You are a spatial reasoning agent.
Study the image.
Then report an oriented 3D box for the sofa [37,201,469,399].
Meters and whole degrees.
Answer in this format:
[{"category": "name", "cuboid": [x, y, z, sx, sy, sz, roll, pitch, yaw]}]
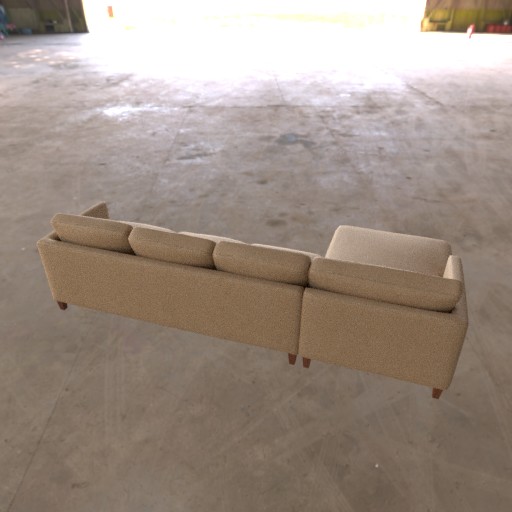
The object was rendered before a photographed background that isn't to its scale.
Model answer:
[{"category": "sofa", "cuboid": [0.000, 0.000, 3.770, 3.201, 0.876, 1.502, 10, 32, 16]}]
